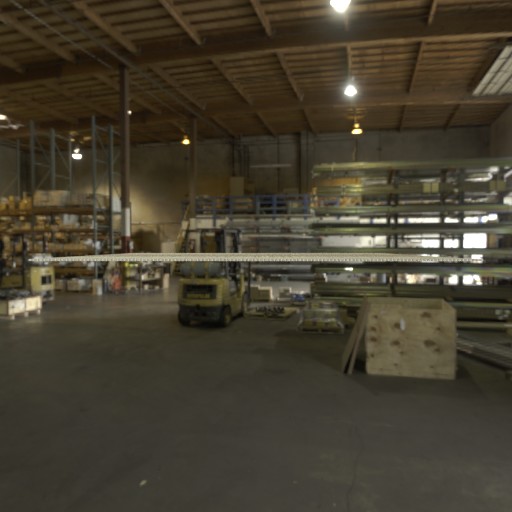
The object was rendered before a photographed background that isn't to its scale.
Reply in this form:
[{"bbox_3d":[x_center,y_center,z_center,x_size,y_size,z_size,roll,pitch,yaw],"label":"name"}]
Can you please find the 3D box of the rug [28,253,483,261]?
[{"bbox_3d":[0.000,0.000,4.162,3.048,0.013,2.438,0,1,1],"label":"rug"}]
